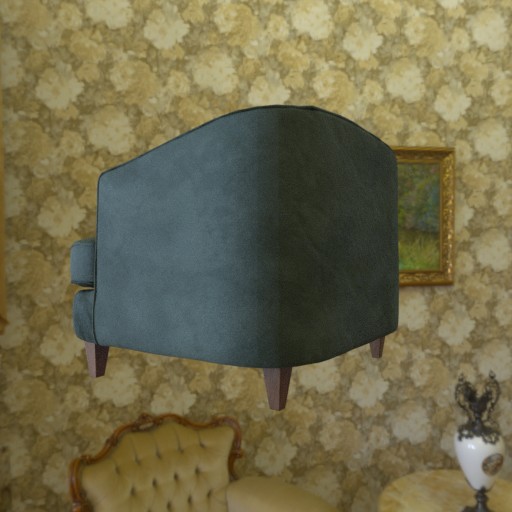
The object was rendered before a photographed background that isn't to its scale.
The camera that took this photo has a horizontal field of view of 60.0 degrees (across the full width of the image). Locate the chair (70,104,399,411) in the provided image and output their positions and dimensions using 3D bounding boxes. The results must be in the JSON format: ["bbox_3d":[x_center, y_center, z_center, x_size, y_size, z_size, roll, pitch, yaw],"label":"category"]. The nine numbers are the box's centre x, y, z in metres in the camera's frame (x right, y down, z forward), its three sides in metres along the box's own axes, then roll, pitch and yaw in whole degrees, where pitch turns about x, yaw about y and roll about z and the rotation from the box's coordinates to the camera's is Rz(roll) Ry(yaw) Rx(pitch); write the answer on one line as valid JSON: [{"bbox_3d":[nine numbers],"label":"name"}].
[{"bbox_3d":[0.000,0.000,1.760,0.941,0.852,1.104,0,0,35],"label":"chair"}]
